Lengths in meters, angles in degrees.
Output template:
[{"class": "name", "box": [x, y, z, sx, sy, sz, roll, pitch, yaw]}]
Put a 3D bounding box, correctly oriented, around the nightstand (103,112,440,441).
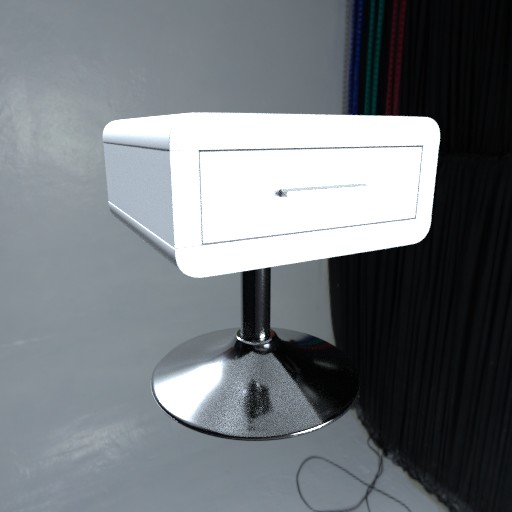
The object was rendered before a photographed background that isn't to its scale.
[{"class": "nightstand", "box": [0.000, 0.000, 0.753, 0.399, 0.447, 0.404, -8, 18, -27]}]
